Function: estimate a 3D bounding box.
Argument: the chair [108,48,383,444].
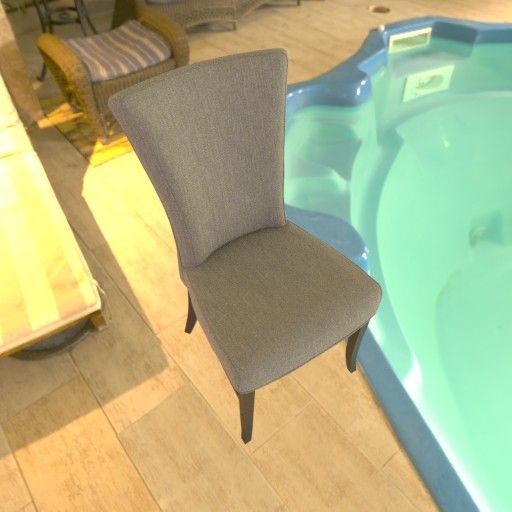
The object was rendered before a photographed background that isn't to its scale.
[{"bbox_3d":[0.000,0.000,1.364,0.520,0.991,0.660,-26,53,-22],"label":"chair"}]
